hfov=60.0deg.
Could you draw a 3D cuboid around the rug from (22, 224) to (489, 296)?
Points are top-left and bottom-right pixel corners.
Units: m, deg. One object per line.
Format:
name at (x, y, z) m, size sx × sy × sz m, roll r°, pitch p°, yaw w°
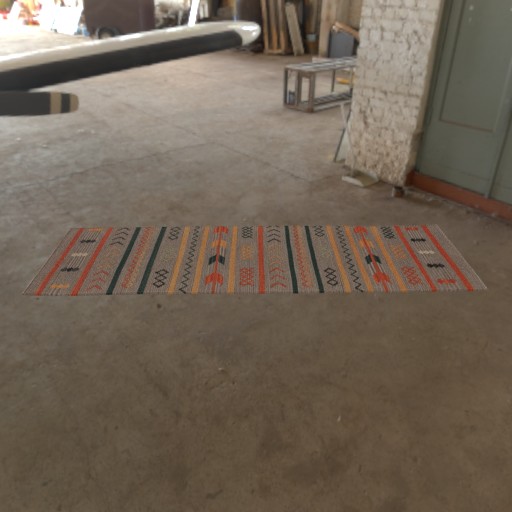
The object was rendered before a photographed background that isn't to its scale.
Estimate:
rug at (0.000, 0.000, 2.599) m, size 2.419 × 0.022 × 0.744 m, roll 0°, pitch 31°, yaw -1°
